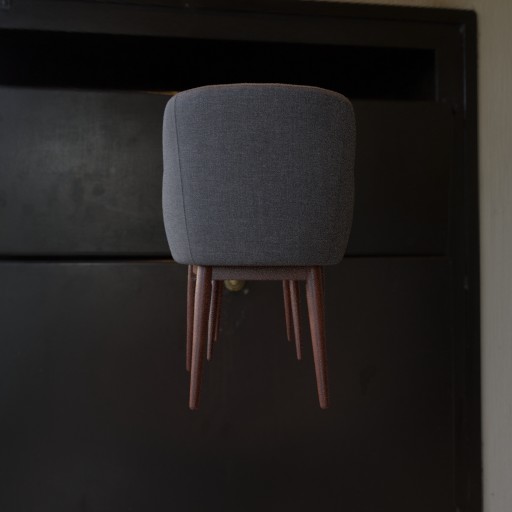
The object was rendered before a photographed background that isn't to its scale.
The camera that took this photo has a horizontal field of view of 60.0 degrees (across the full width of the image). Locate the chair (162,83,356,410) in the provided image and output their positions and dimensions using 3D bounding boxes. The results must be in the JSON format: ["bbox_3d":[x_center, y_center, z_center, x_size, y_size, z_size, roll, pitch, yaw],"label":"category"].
[{"bbox_3d":[0.000,0.000,1.569,0.584,0.799,1.107,0,-1,-1],"label":"chair"}]
